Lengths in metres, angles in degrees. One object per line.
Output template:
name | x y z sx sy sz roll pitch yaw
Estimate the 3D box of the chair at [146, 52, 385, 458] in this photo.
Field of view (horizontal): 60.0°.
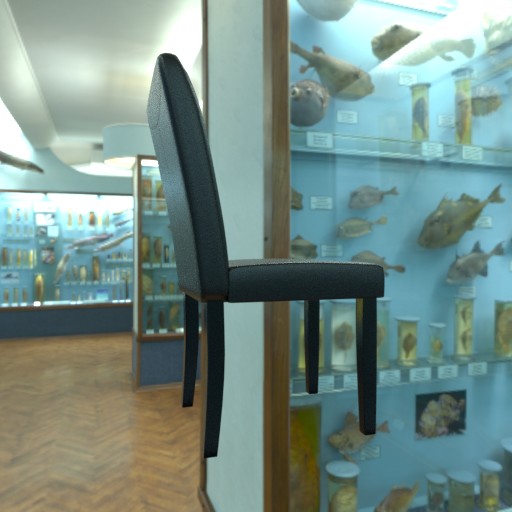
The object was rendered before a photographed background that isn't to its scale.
chair | 0.000 0.000 1.206 0.556 0.897 0.399 0 1 -17
